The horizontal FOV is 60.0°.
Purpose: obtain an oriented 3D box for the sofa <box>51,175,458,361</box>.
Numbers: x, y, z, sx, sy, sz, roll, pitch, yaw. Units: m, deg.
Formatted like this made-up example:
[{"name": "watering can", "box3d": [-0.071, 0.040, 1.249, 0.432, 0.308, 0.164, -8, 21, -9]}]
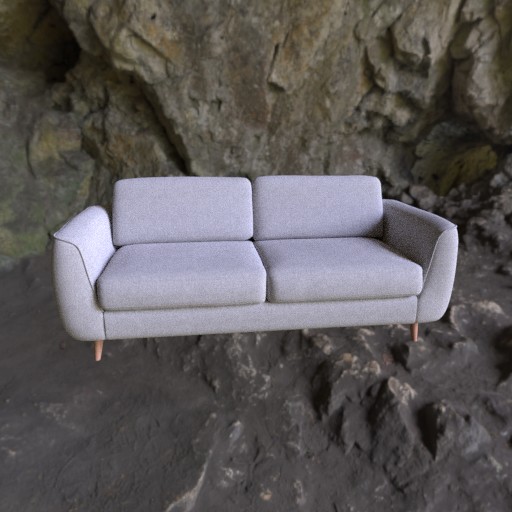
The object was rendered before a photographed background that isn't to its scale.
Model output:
[{"name": "sofa", "box3d": [0.000, 0.000, 2.528, 2.000, 0.850, 0.920, -2, 16, -7]}]
